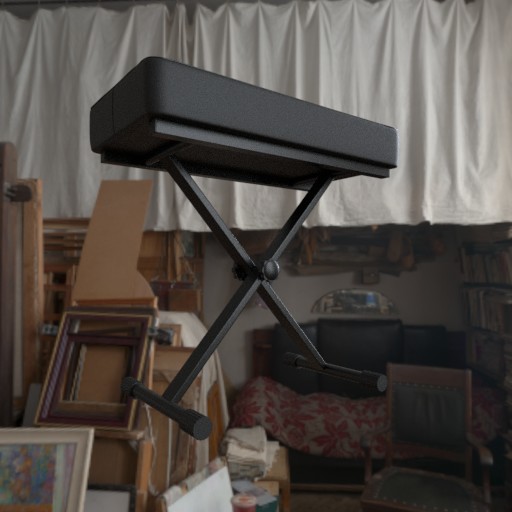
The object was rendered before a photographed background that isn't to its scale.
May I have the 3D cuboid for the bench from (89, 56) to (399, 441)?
[{"bbox_3d":[0.000,0.000,0.915,0.600,0.561,0.300,1,-2,-37],"label":"bench"}]
